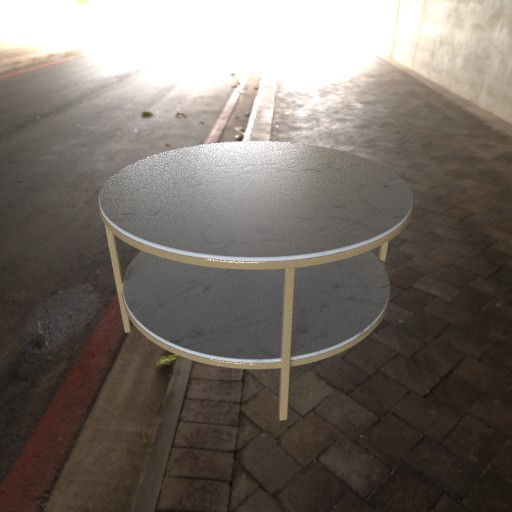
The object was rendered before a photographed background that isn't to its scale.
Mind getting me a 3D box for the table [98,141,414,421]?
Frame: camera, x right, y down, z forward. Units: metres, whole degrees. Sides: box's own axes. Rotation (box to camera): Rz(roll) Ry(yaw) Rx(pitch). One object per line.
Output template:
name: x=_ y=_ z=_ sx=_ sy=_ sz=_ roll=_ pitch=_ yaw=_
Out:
table: x=0.000 y=0.000 z=1.285 sx=0.800 sy=0.450 sz=0.800 roll=0 pitch=30 yaw=0
